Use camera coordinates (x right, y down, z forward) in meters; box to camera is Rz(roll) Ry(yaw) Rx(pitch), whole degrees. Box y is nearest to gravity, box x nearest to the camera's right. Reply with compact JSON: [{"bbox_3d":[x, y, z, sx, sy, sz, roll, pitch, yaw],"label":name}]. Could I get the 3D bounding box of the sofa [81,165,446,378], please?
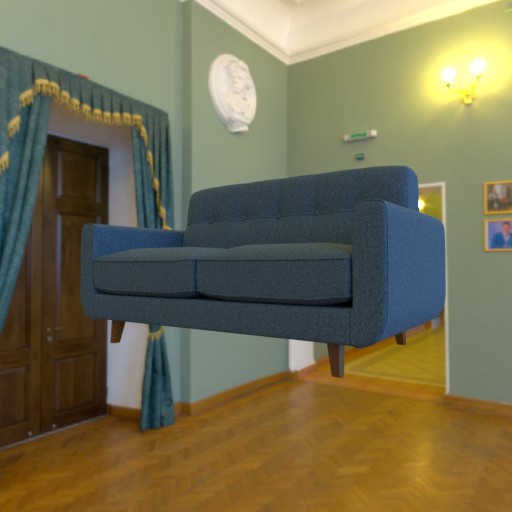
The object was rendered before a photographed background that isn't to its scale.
[{"bbox_3d":[0.000,0.000,2.275,1.651,0.896,0.942,-1,-2,34],"label":"sofa"}]
